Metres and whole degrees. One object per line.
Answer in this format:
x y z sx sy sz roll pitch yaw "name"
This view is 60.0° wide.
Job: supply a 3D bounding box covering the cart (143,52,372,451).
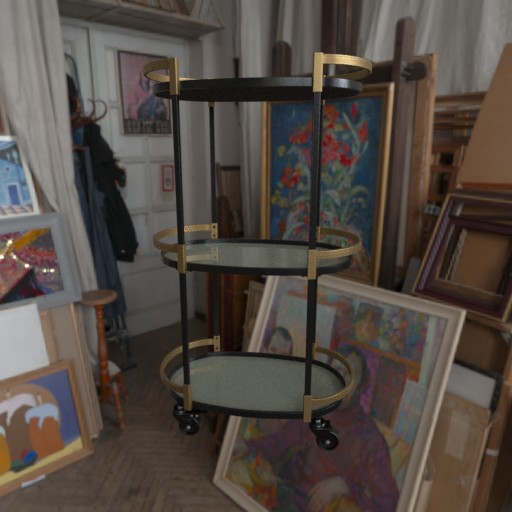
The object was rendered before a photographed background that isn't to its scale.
0.000 0.000 1.117 0.515 0.885 0.311 2 14 9 "cart"
